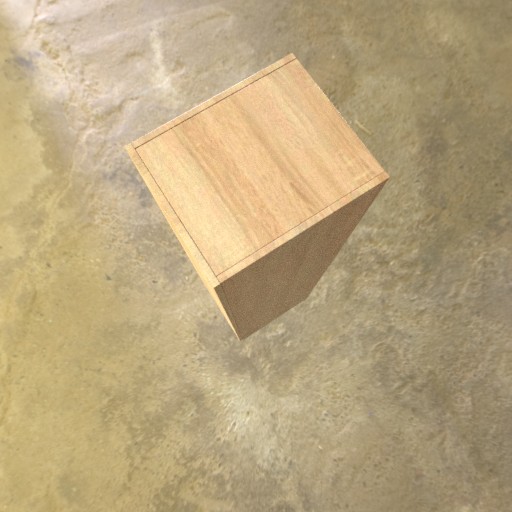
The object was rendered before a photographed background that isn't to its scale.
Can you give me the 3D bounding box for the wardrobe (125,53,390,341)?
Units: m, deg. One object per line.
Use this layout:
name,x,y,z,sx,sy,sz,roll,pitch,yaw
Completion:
wardrobe,0.000,0.000,2.293,0.588,2.117,0.496,-32,78,-8
